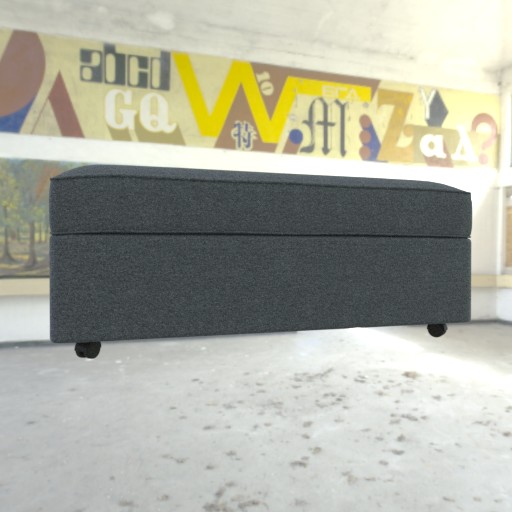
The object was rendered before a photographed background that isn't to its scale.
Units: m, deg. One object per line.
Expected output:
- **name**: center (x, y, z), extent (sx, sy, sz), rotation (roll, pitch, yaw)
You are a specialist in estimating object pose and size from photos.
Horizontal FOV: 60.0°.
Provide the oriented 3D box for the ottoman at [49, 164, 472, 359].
- **ottoman**: center (0.000, 0.000, 1.475), extent (1.173, 0.494, 0.681), rotation (0, 1, -16)
